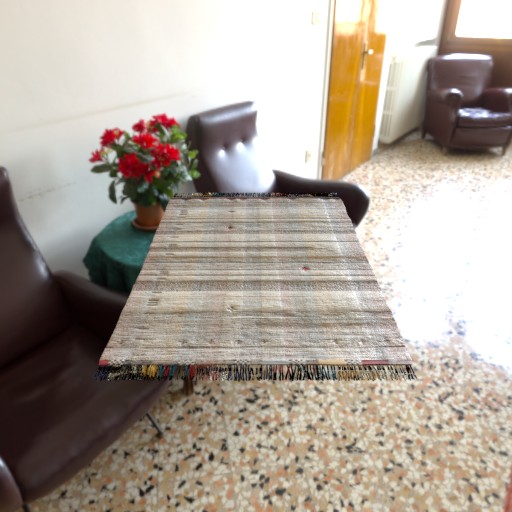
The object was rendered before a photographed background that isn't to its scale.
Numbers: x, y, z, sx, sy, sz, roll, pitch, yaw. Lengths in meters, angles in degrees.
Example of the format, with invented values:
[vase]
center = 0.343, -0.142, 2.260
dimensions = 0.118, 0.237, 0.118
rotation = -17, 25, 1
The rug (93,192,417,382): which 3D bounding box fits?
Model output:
[rug]
center = 0.000, 0.000, 2.420
dimensions = 1.217, 0.012, 1.848
rotation = 0, 30, 0
